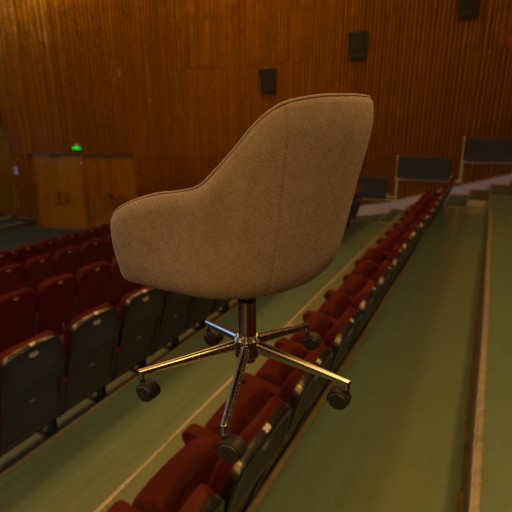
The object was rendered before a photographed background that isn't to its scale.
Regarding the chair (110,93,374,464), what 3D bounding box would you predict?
[{"bbox_3d":[0.000,0.000,1.229,0.573,0.831,0.635,9,20,25],"label":"chair"}]
